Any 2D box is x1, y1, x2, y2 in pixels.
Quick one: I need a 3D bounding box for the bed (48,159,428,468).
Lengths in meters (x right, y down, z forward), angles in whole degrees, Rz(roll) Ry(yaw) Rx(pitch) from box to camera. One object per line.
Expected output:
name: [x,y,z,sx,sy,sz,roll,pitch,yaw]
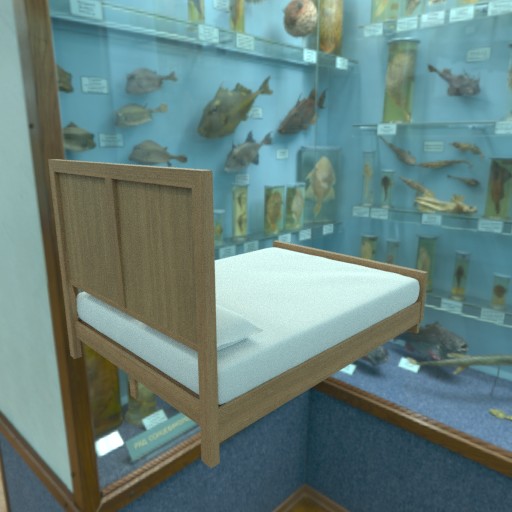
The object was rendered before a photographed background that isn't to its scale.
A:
bed: [0.000,0.000,3.222,2.184,1.387,1.606,-14,20,-43]
